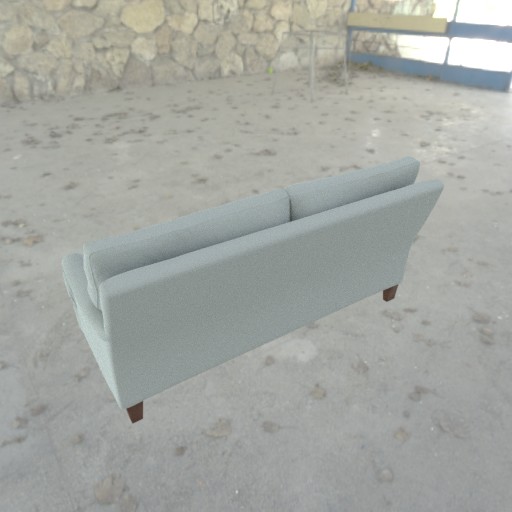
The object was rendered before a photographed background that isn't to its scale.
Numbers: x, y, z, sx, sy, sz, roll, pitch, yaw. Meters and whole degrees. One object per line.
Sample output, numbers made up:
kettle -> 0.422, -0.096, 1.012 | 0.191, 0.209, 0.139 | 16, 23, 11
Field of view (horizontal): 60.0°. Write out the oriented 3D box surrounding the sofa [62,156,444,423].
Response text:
sofa -> 0.000, 0.000, 2.825 | 2.193, 1.096, 1.069 | -19, 35, -29
